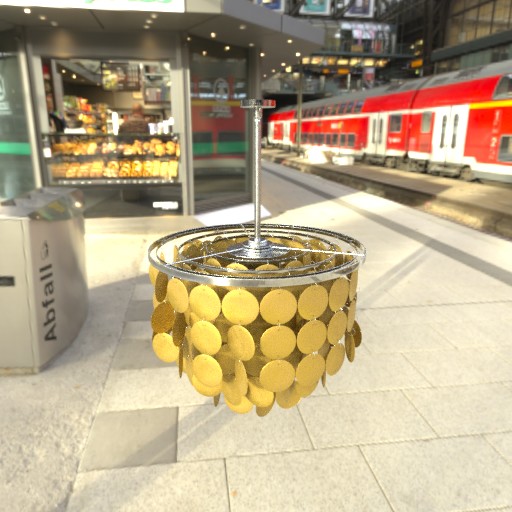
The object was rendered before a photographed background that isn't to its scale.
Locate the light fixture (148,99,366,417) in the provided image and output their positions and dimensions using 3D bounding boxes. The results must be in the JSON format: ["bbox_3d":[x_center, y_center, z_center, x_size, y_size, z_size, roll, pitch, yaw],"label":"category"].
[{"bbox_3d":[0.000,0.000,0.744,0.368,0.492,0.368,0,16,0],"label":"light fixture"}]
